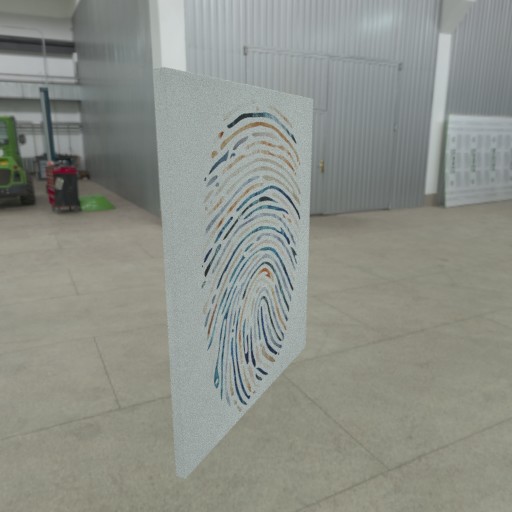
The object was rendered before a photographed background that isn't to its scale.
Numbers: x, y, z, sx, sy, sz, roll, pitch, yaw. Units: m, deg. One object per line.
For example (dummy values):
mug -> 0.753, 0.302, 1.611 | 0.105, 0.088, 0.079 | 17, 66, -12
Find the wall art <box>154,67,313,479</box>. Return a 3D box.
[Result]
wall art -> 0.000, 0.000, 0.995 | 0.021, 0.710, 0.609 | 8, 17, 27
